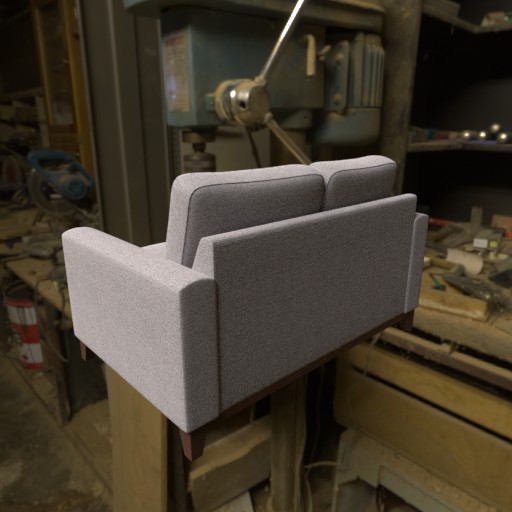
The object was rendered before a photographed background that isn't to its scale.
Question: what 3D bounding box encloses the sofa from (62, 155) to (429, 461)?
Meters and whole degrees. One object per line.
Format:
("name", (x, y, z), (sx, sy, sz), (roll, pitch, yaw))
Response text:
("sofa", (0.000, 0.000, 2.029), (1.420, 0.873, 0.917), (-15, 23, -40))
